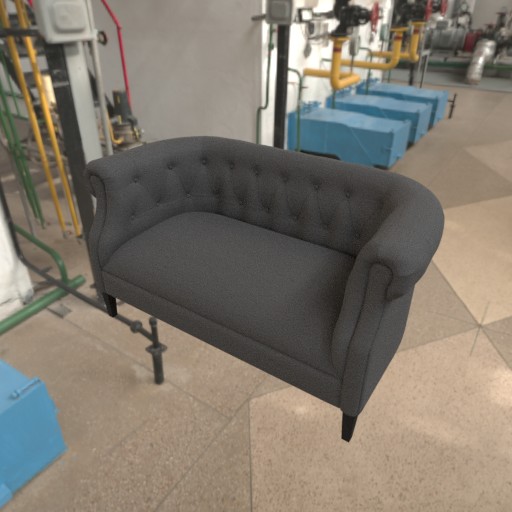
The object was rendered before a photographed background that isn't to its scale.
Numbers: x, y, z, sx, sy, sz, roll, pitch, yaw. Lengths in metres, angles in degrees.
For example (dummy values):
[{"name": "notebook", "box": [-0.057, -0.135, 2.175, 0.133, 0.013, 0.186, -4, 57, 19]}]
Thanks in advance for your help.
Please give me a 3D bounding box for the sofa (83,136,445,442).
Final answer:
[{"name": "sofa", "box": [0.000, 0.000, 2.082, 1.558, 0.827, 0.835, 19, 36, 29]}]
